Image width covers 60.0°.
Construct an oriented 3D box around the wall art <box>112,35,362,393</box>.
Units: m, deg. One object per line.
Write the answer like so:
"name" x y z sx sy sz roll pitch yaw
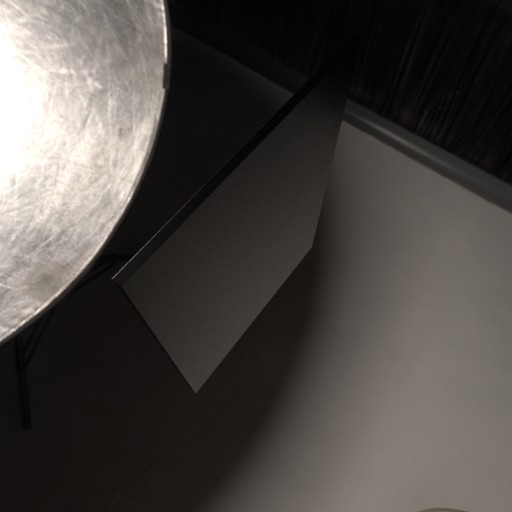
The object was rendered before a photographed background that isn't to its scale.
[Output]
"wall art" 0.000 0.000 0.763 0.013 0.582 0.442 34 68 16
